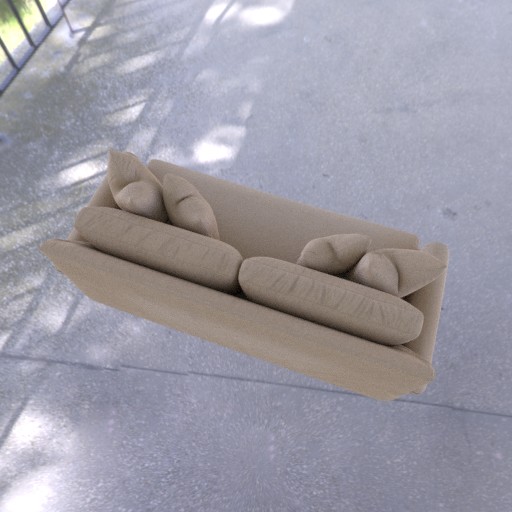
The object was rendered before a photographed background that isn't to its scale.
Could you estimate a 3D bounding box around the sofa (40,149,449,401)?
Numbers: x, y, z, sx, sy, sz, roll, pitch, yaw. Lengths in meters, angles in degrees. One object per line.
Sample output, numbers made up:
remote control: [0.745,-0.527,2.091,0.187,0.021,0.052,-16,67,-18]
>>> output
sofa: [0.000,0.000,2.803,2.285,0.904,1.067,17,66,8]
